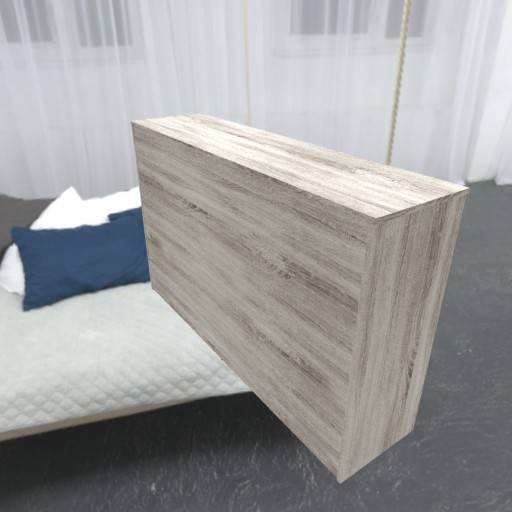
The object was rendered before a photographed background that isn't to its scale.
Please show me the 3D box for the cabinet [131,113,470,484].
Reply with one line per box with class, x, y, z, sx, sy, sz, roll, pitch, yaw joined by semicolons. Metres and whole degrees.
cabinet;0.000;0.000;1.808;0.380;0.900;1.450;-18;32;-31
